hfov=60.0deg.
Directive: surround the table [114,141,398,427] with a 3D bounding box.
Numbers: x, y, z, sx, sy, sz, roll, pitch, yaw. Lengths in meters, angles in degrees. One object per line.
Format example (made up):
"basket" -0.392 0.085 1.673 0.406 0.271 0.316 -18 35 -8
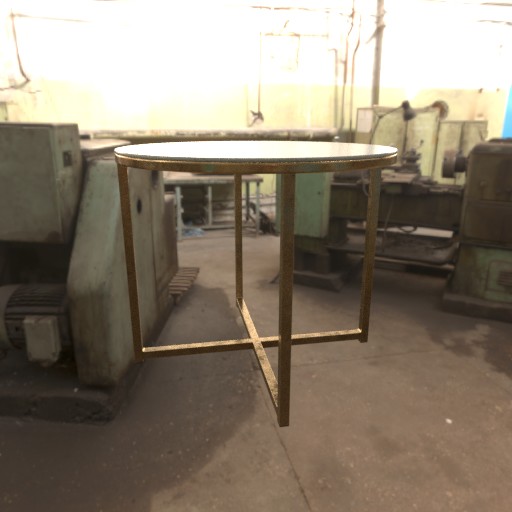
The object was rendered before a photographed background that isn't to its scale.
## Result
"table" 0.000 0.000 0.878 0.500 0.420 0.500 0 17 0
